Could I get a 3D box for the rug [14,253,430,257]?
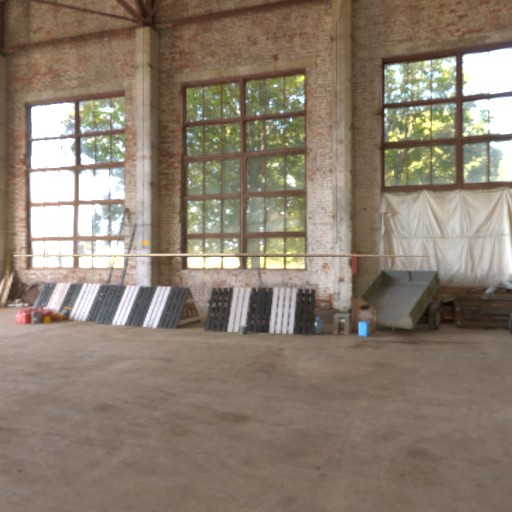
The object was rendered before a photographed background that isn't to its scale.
[{"bbox_3d":[0.000,0.000,2.262,1.220,0.007,1.828,0,0,37],"label":"rug"}]
